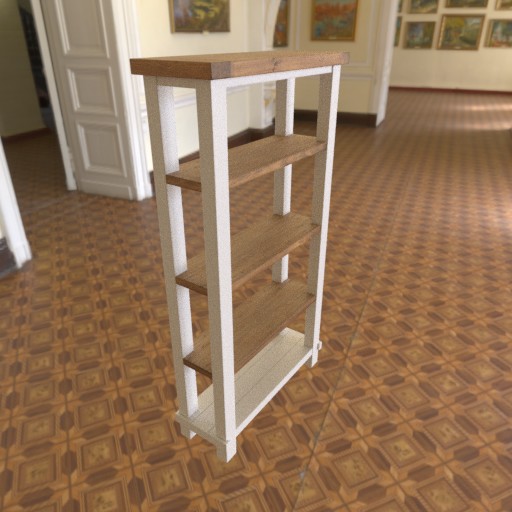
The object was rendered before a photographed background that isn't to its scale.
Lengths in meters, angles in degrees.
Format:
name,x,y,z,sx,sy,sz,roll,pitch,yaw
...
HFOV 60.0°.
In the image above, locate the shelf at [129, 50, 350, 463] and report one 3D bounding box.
name,x,y,z,sx,sy,sz,roll,pitch,yaw
shelf,0.000,0.000,2.269,0.381,1.878,1.022,18,32,31
